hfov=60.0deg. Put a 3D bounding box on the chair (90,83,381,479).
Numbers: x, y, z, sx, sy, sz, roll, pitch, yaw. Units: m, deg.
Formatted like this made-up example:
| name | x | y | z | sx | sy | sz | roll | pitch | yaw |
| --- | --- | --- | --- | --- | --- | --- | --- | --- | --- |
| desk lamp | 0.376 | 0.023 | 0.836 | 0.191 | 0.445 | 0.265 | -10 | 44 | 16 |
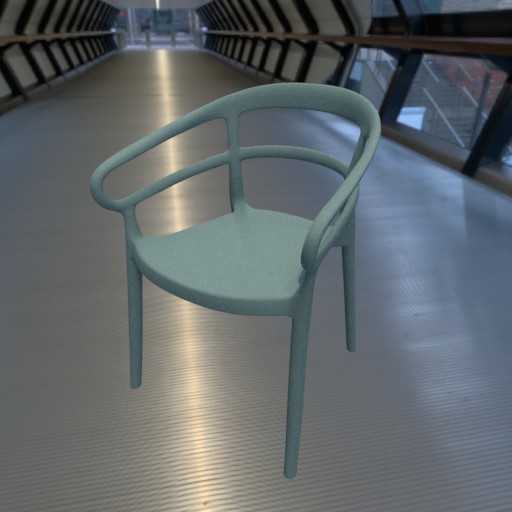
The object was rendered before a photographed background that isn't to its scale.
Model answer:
| name | x | y | z | sx | sy | sz | roll | pitch | yaw |
| --- | --- | --- | --- | --- | --- | --- | --- | --- | --- |
| chair | 0.000 | 0.000 | 1.112 | 0.559 | 0.761 | 0.527 | 17 | 32 | 29 |
